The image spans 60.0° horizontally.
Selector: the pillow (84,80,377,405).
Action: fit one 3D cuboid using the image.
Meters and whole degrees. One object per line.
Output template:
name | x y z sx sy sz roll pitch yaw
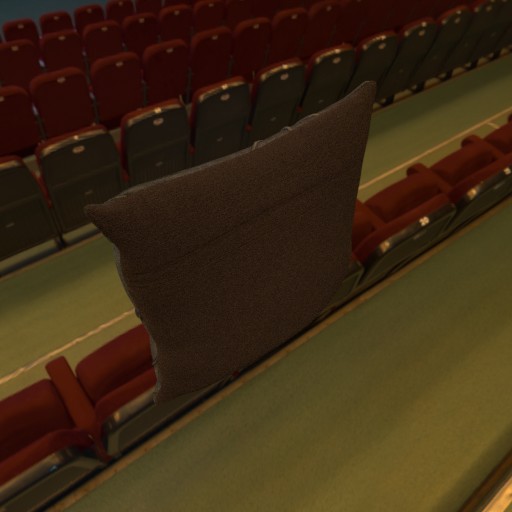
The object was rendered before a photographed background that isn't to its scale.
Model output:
pillow | 0.000 0.000 0.685 0.439 0.440 0.183 -30 53 -25
